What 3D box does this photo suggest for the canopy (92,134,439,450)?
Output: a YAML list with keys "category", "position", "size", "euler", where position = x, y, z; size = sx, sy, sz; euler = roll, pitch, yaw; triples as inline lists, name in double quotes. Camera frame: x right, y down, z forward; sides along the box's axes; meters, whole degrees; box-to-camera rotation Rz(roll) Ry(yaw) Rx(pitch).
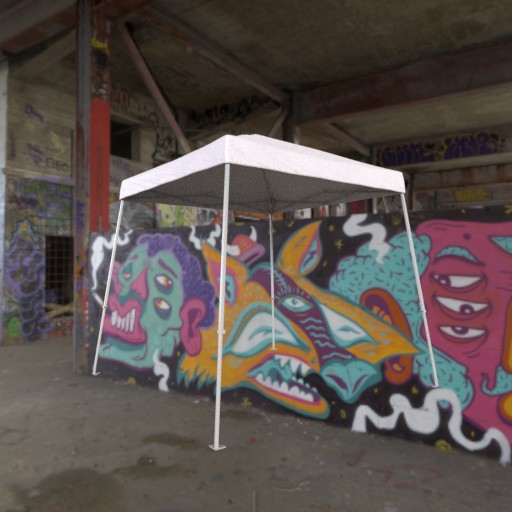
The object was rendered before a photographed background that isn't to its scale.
- category: "canopy"
  position: [0.000, 0.000, 5.151]
  size: [2.849, 2.850, 2.850]
  euler: [1, -2, -37]
